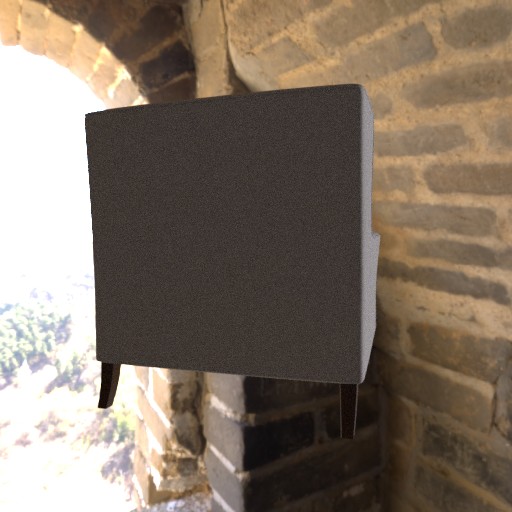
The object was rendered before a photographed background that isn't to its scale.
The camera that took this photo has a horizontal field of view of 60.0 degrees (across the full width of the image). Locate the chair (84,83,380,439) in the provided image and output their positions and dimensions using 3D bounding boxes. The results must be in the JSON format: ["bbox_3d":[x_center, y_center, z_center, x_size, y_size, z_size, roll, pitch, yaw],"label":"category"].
[{"bbox_3d":[0.000,0.000,1.856,0.982,1.056,1.040,0,1,17],"label":"chair"}]
